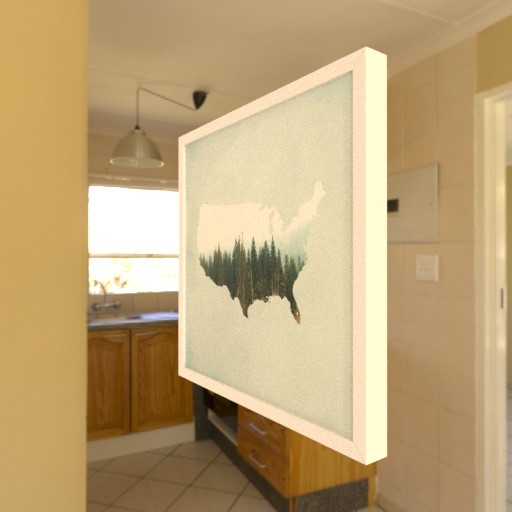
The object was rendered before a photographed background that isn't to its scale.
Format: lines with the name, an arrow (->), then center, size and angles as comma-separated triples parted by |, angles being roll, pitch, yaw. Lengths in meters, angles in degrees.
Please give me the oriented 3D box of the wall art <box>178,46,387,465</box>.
wall art -> 0.000, 0.000, 0.452 | 0.024, 0.304, 0.304 | 0, 0, -36
